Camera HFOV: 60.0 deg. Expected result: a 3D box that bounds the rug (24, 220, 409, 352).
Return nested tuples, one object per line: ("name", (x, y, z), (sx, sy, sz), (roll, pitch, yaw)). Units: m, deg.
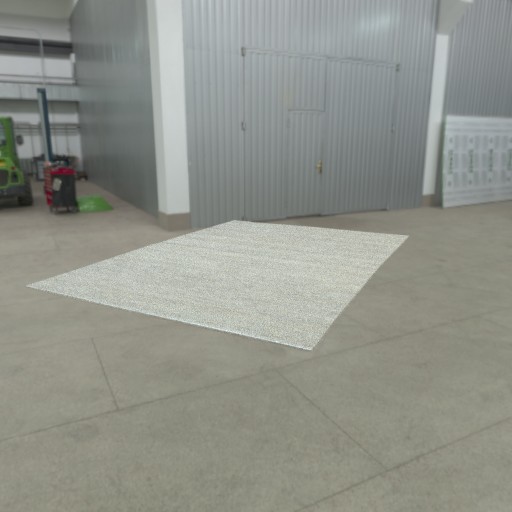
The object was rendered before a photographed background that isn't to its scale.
("rug", (0.000, 0.000, 2.965), (1.624, 0.030, 2.264), (7, 17, 26))
